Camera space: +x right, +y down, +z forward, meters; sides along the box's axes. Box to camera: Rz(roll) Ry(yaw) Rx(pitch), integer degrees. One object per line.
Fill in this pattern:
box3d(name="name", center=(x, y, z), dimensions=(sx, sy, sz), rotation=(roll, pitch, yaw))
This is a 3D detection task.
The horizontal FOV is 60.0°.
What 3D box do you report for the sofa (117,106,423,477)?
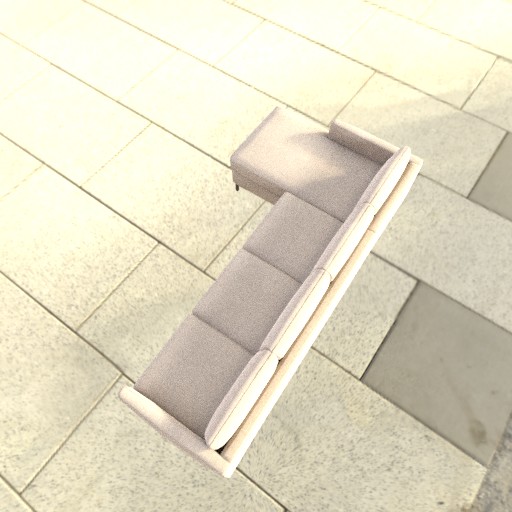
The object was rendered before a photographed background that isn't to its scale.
box3d(name="sofa", center=(0.000, 0.000, 3.549), dimensions=(1.469, 0.816, 2.923), rotation=(31, 67, 15))
